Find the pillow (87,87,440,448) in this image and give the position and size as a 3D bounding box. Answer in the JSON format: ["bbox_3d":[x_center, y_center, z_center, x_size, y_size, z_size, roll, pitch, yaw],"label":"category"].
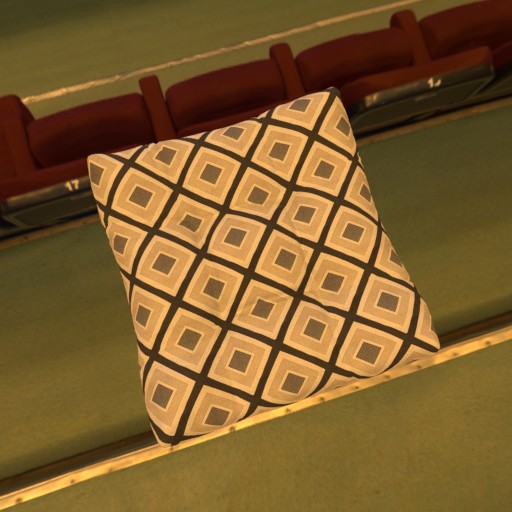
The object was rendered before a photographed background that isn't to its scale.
[{"bbox_3d":[0.000,0.000,0.747,0.468,0.128,0.490,-17,77,-4],"label":"pillow"}]
